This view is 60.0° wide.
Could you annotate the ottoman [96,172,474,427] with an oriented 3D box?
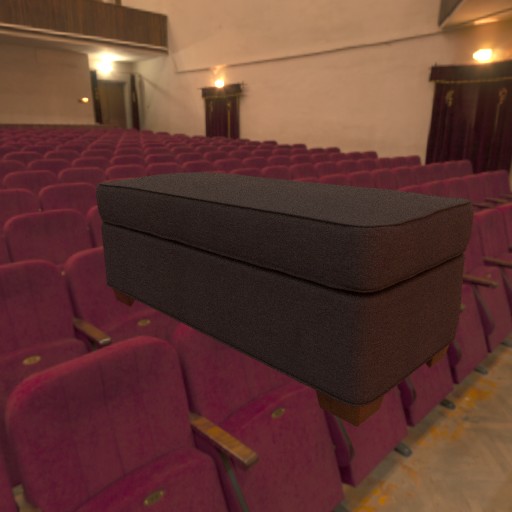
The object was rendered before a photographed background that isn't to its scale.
[{"bbox_3d":[0.000,0.000,1.374,0.515,0.460,1.110,-15,21,-43],"label":"ottoman"}]
